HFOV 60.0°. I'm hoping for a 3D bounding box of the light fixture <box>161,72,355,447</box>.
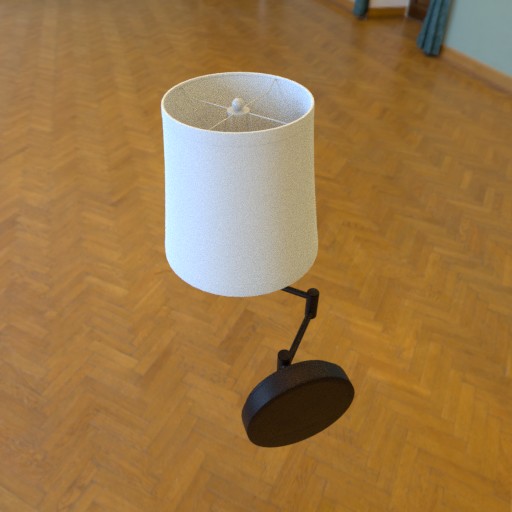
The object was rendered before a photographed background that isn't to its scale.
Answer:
[{"bbox_3d":[0.000,0.000,0.267,0.100,0.172,0.157,-13,43,-14],"label":"light fixture"}]
